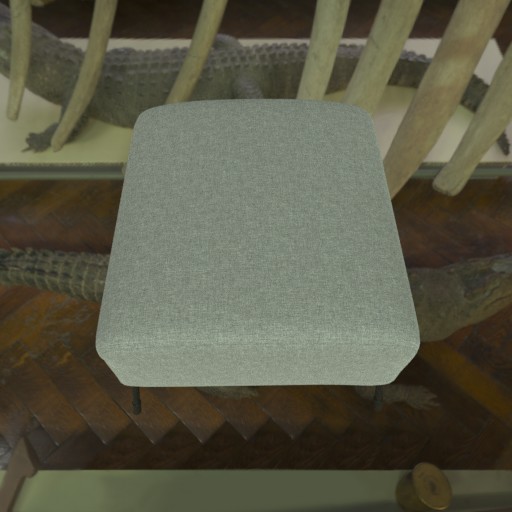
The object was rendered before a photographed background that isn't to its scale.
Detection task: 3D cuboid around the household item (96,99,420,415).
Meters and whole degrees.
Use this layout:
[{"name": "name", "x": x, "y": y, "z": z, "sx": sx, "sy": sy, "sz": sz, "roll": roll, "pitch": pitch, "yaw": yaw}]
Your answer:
[{"name": "household item", "x": 0.000, "y": 0.000, "z": 0.900, "sx": 0.530, "sy": 0.410, "sz": 0.530, "roll": -1, "pitch": 59, "yaw": 0}]
